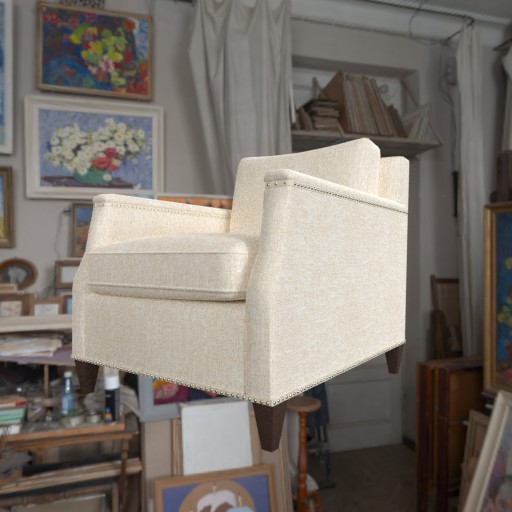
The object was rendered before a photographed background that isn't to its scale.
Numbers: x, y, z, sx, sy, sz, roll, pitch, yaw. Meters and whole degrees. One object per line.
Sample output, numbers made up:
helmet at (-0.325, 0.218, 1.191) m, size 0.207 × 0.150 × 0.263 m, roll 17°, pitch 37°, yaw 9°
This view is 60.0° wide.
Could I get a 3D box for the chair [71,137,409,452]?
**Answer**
chair at (0.000, 0.000, 1.676) m, size 0.838 × 0.940 × 1.041 m, roll 0°, pitch 0°, yaw 36°
